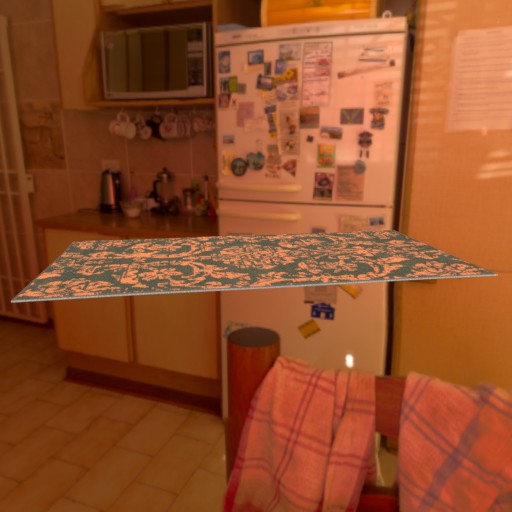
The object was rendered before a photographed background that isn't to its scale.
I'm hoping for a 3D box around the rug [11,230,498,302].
[{"bbox_3d":[0.000,0.000,1.381,1.219,0.007,0.604,-2,15,-9],"label":"rug"}]
